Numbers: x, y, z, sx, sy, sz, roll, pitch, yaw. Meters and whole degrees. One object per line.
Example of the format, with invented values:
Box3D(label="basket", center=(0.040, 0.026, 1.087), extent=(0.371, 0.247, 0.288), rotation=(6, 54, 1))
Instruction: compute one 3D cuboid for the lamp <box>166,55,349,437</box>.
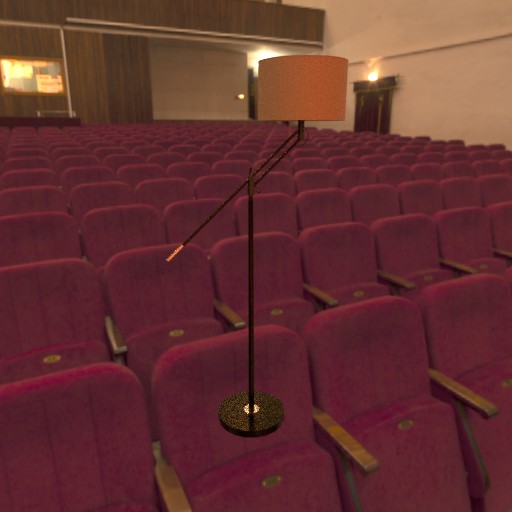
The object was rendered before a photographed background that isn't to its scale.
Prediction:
Box3D(label="lamp", center=(0.000, 0.000, 1.974), extent=(0.809, 1.635, 0.373), rotation=(-8, 18, -25))
